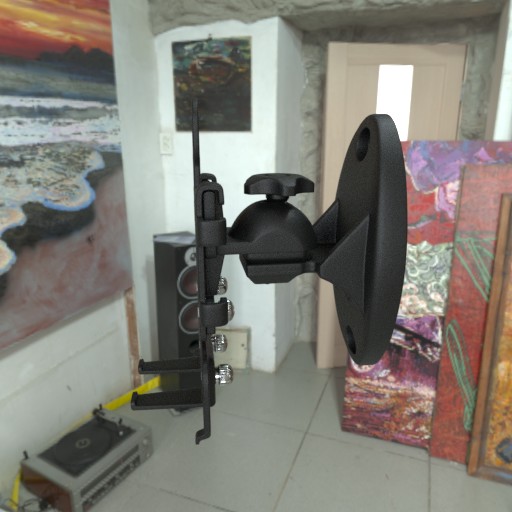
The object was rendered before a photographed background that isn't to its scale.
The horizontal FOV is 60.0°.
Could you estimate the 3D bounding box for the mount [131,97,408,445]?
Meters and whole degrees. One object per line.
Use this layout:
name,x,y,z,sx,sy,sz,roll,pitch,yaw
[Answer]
mount,0.000,0.000,0.175,0.100,0.118,0.066,-2,16,-8
